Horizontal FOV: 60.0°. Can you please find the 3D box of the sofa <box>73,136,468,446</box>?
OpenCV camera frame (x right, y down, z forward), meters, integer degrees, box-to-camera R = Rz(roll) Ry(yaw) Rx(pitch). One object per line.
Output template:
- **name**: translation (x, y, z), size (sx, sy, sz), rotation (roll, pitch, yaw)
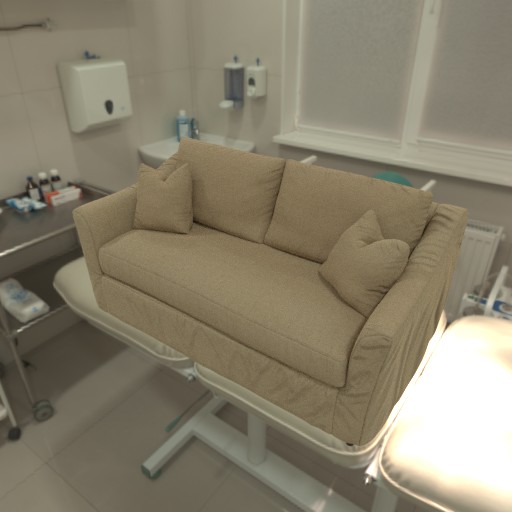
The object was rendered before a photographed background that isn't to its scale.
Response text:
- **sofa**: translation (0.000, 0.000, 2.610), size (2.010, 1.018, 1.072), rotation (20, 35, 30)
